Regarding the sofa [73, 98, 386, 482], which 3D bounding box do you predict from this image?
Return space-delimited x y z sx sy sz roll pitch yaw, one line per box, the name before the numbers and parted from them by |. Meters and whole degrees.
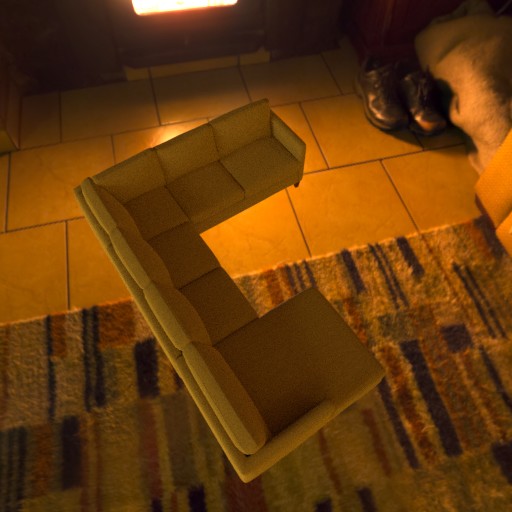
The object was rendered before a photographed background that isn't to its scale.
sofa | 0.000 0.000 4.692 2.594 0.961 3.460 -30 63 -17
